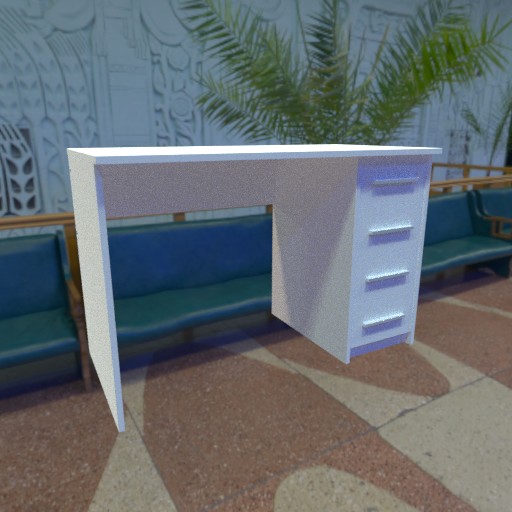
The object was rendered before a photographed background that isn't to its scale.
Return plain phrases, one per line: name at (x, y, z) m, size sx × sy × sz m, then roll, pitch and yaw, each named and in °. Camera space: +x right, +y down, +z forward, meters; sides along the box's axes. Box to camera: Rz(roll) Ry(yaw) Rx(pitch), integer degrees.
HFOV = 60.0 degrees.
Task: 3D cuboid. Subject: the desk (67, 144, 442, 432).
desk at (0.000, 0.000, 1.546) m, size 1.096 × 0.730 × 0.560 m, roll -8°, pitch 17°, yaw -27°
